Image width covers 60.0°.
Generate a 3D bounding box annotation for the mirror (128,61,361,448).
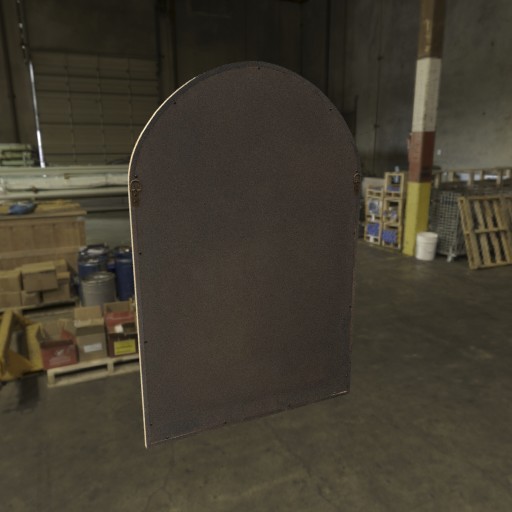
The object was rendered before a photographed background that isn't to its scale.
[{"bbox_3d":[0.000,0.000,1.126,0.609,0.915,0.032,-6,15,-24],"label":"mirror"}]
